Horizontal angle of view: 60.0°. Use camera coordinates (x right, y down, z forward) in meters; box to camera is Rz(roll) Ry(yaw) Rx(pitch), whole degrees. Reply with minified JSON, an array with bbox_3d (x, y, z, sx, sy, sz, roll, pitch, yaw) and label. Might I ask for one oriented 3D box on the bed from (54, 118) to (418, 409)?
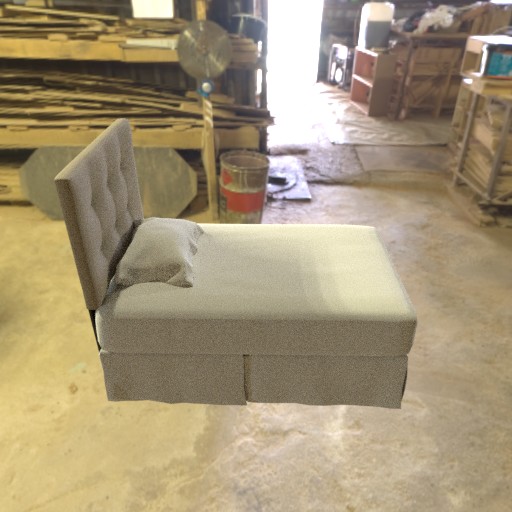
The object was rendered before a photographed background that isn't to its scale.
[{"bbox_3d":[0.000,0.000,3.032,1.997,1.571,1.261,1,32,1],"label":"bed"}]
